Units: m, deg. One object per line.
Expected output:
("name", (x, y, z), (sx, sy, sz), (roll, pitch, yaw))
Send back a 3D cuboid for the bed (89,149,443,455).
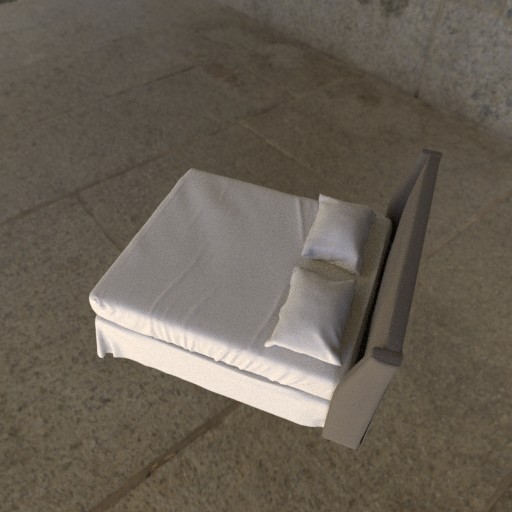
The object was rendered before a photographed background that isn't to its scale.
("bed", (0.000, 0.000, 3.480), (2.276, 1.332, 1.925), (16, 50, 14))
